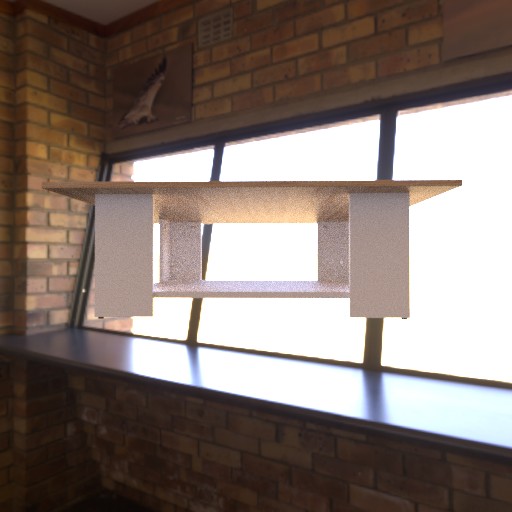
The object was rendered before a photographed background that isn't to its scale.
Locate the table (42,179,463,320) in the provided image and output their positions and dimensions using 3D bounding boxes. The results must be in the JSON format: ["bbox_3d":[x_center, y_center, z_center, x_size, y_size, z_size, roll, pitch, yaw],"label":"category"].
[{"bbox_3d":[0.000,0.000,1.378,0.890,0.305,0.890,0,-1,2],"label":"table"}]
